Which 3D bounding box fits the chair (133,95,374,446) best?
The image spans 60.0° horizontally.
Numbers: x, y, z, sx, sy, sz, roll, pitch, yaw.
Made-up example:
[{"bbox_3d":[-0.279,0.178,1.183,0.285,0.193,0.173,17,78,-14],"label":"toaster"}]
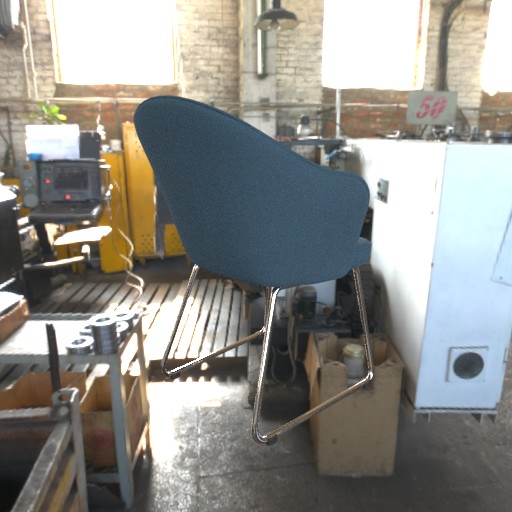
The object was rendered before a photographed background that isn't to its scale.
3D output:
[{"bbox_3d":[0.000,0.000,1.241,0.585,0.815,0.570,-14,21,-42],"label":"chair"}]
